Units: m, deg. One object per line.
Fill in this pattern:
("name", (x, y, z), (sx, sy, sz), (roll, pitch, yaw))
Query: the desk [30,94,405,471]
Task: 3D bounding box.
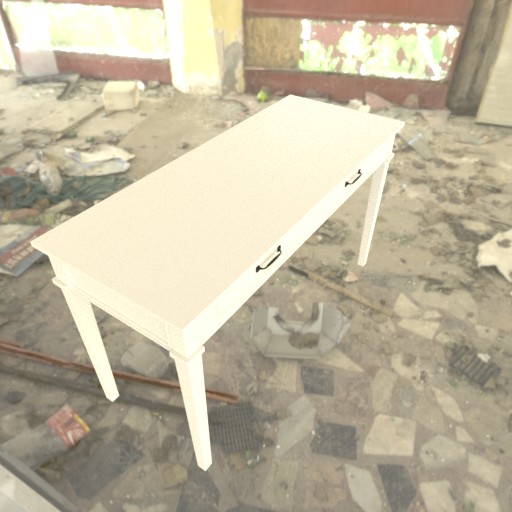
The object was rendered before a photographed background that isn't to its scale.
("desk", (0.000, 0.000, 1.773), (0.559, 0.774, 1.372), (24, 45, 26))
